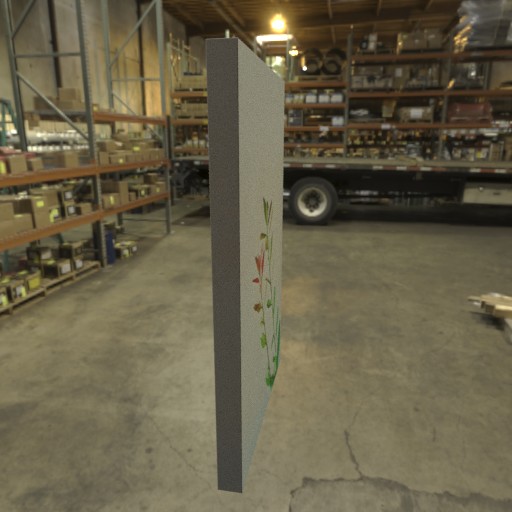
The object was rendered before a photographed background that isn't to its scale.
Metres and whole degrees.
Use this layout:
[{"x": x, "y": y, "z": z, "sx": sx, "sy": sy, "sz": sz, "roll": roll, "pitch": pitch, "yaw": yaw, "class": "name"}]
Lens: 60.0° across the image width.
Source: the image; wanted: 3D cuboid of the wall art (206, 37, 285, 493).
[{"x": 0.000, "y": 0.000, "z": 0.767, "sx": 0.038, "sy": 0.611, "sz": 0.408, "roll": 3, "pitch": 15, "yaw": 10, "class": "wall art"}]
